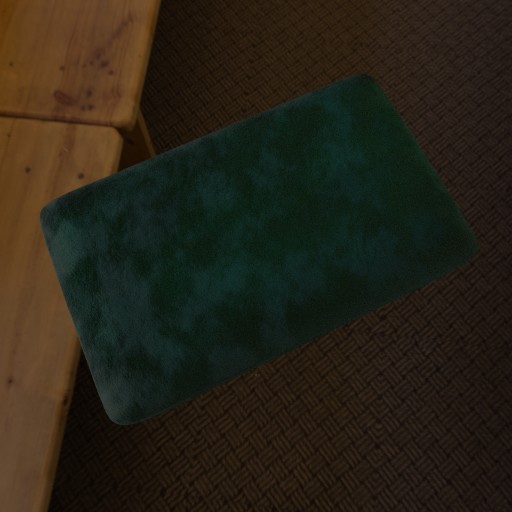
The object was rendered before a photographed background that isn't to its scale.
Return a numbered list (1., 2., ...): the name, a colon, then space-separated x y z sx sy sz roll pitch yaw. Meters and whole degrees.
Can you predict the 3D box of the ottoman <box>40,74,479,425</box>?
1. ottoman: 0.000 0.000 1.205 0.886 0.533 0.536 -24 76 -6
